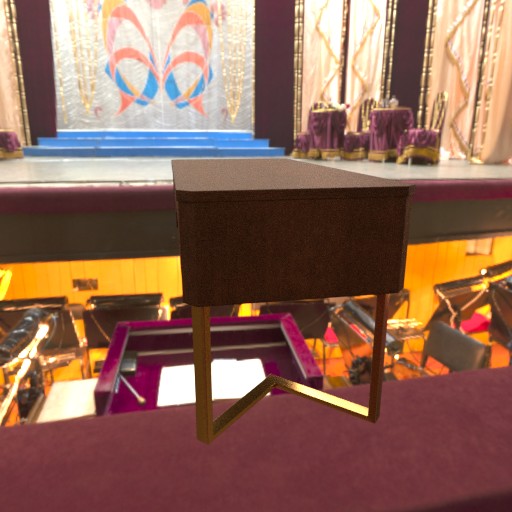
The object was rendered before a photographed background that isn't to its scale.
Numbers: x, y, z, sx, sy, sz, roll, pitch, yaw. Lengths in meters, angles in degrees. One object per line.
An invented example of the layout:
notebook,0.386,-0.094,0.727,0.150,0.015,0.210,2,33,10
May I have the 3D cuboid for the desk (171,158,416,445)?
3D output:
desk,0.000,0.000,1.951,0.684,0.762,1.479,-3,16,-11
